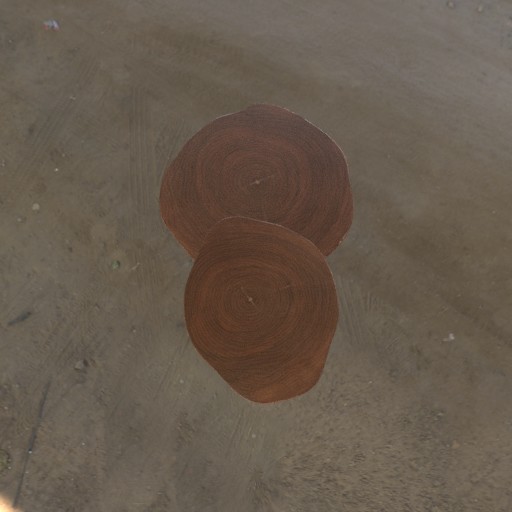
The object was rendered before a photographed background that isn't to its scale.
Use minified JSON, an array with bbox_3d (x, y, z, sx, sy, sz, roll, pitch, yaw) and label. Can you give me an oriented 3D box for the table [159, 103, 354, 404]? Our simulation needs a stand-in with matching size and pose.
[{"bbox_3d":[0.000,0.000,1.075,0.442,0.538,0.759,0,64,0],"label":"table"}]
